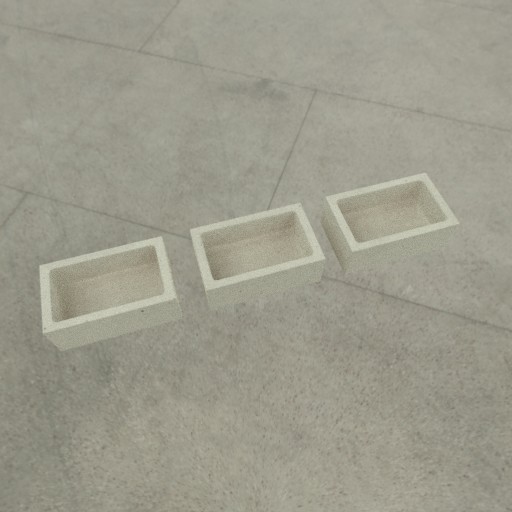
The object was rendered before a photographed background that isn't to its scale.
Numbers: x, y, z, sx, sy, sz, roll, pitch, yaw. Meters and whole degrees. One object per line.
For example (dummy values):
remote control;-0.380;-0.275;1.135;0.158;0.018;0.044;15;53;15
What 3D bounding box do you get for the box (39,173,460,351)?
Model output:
box;0.000;0.000;0.511;0.461;0.051;0.082;-14;59;-9
